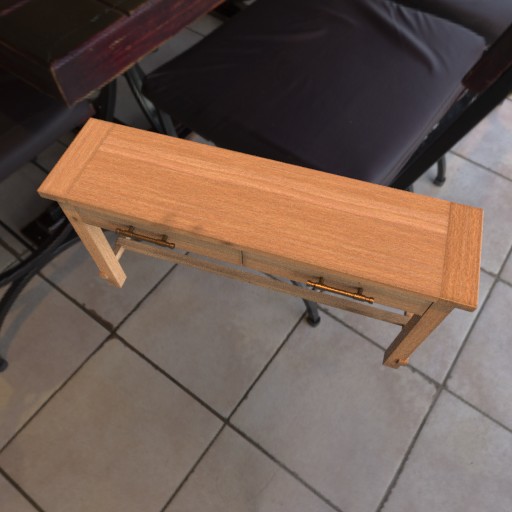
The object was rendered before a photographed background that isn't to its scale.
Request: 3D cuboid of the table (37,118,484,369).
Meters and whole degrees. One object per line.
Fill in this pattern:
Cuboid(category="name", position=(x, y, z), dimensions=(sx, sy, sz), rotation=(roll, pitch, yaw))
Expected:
Cuboid(category="table", position=(0.000, 0.000, 1.950), dimensions=(1.599, 0.762, 0.442), rotation=(15, 60, 9))
